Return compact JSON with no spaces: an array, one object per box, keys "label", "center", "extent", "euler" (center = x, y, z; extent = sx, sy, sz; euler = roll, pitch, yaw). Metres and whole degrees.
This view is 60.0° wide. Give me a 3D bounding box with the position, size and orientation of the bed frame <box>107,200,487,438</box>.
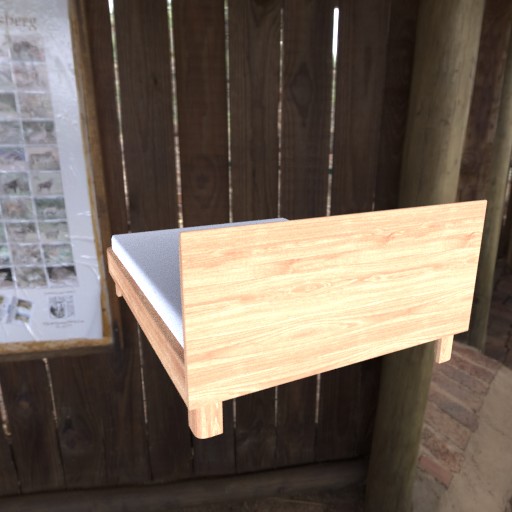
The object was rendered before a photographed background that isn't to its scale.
[{"label":"bed frame","center":[0.000,0.000,2.992],"extent":[1.660,0.940,2.092],"euler":[-8,18,-25]}]
